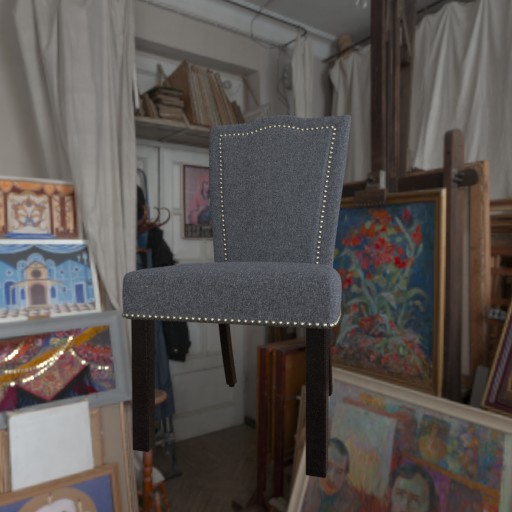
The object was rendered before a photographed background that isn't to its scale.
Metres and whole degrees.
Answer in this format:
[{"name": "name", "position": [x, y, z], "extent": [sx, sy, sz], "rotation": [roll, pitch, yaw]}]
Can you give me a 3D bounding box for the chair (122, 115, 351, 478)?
[{"name": "chair", "position": [0.000, 0.000, 1.270], "extent": [0.518, 0.946, 0.589], "rotation": [0, 1, 16]}]
